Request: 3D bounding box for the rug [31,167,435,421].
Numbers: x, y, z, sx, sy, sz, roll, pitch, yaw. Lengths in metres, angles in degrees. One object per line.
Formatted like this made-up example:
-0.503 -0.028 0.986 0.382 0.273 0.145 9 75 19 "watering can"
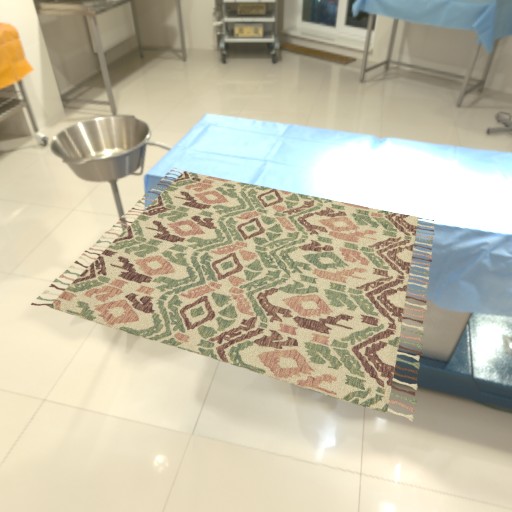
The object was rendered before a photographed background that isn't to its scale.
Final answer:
0.000 0.000 4.083 3.048 0.010 2.438 13 42 16 "rug"
